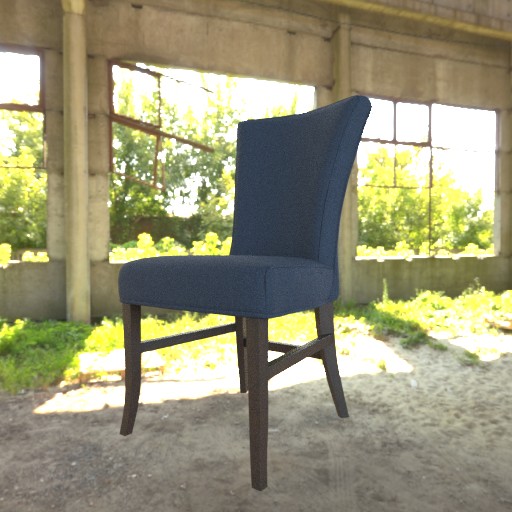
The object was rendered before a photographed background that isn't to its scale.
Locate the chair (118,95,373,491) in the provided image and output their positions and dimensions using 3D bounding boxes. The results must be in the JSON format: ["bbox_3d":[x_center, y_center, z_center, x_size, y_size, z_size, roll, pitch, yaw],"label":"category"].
[{"bbox_3d":[0.000,0.000,1.327,0.520,0.991,0.660,1,1,37],"label":"chair"}]
